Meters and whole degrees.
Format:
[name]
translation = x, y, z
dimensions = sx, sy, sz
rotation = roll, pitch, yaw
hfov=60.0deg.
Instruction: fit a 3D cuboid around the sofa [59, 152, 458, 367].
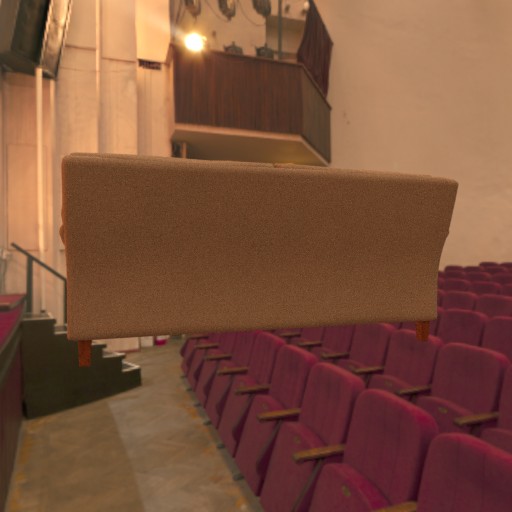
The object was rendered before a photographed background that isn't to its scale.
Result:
[sofa]
translation = 0.000, 0.000, 2.624
dimensions = 2.070, 0.997, 1.091
rotation = 0, 1, -18
